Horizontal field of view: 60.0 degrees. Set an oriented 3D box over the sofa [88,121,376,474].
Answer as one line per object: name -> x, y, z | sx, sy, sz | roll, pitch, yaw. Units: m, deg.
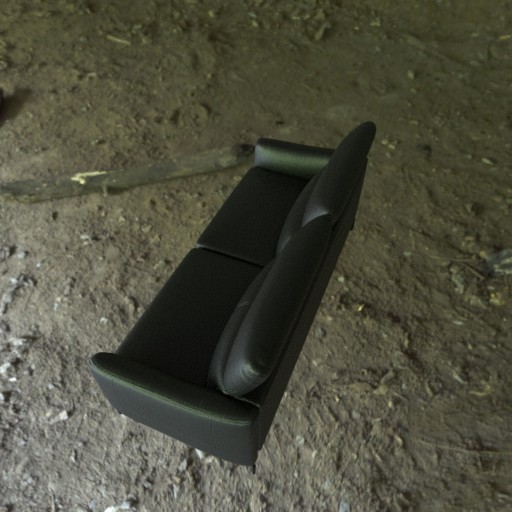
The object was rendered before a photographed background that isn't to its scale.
sofa -> 0.000, 0.000, 2.568 | 0.856, 0.957, 2.069 | 17, 49, 16
